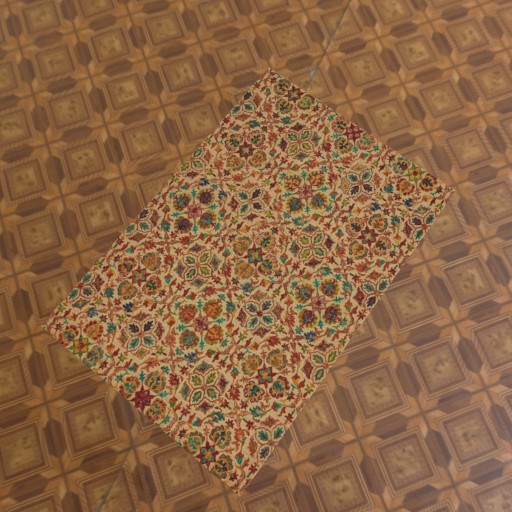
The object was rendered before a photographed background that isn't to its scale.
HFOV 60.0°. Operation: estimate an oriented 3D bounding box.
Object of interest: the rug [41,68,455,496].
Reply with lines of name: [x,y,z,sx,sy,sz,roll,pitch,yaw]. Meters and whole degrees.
rug: [0.000,0.000,2.800,1.541,0.018,2.297,37,79,9]
